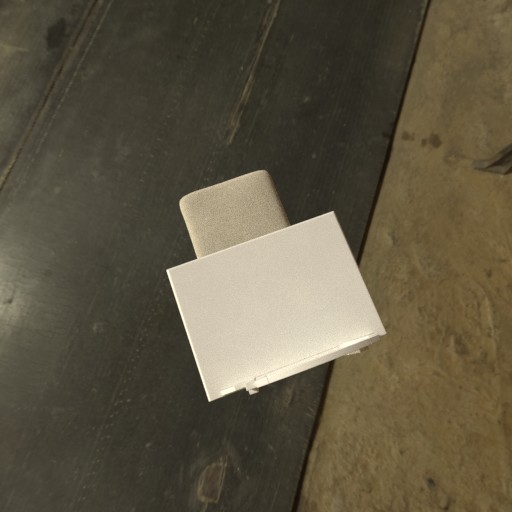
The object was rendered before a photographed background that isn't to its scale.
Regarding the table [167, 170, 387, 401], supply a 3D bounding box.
[{"bbox_3d":[0.000,0.000,2.247,0.876,1.631,1.211,-20,76,-5],"label":"table"}]
